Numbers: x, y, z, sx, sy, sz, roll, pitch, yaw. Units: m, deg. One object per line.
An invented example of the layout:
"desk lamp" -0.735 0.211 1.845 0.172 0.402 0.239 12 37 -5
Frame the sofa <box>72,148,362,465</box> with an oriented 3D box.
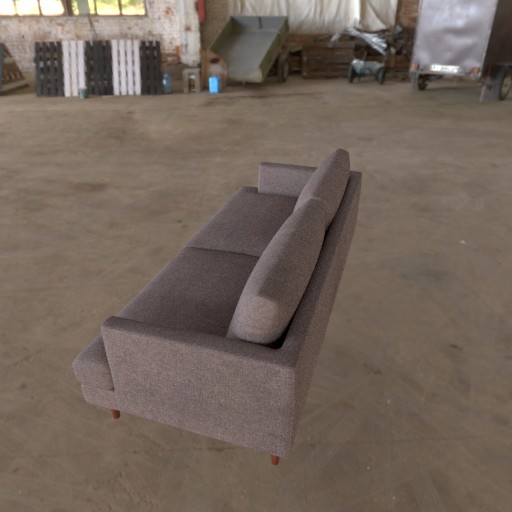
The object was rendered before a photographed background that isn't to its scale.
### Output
"sofa" 0.000 0.000 2.749 1.020 0.868 2.250 9 31 15
